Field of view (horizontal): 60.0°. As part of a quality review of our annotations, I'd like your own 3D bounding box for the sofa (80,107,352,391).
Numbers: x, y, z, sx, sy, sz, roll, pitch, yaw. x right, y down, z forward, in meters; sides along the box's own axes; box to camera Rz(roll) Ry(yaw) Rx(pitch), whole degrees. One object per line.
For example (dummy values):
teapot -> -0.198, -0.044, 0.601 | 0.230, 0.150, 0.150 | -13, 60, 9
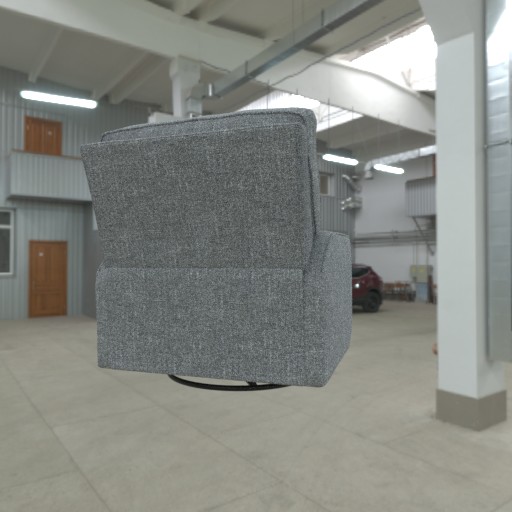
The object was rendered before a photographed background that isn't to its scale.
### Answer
sofa -> 0.000, 0.000, 2.031 | 0.861, 0.959, 1.472 | 0, -1, 19
